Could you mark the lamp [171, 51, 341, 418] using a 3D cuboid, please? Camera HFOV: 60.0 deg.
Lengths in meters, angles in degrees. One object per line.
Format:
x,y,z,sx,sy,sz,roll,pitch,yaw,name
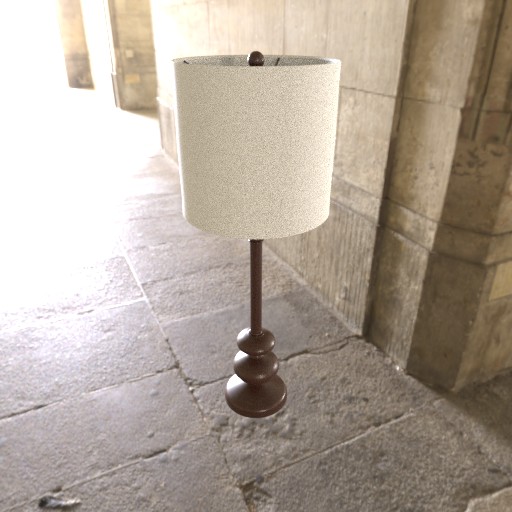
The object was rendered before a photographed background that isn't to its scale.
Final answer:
0.000,0.000,0.821,0.254,0.690,0.254,9,29,17,lamp
